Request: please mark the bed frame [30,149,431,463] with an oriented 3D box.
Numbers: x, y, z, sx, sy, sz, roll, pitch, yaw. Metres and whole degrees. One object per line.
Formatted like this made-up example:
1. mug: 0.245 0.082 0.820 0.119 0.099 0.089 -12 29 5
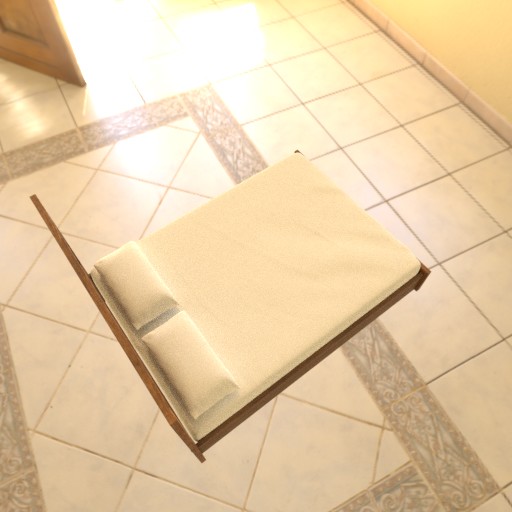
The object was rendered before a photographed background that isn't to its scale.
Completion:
1. bed frame: 0.000 0.000 3.372 2.276 1.417 1.696 -33 64 -18
